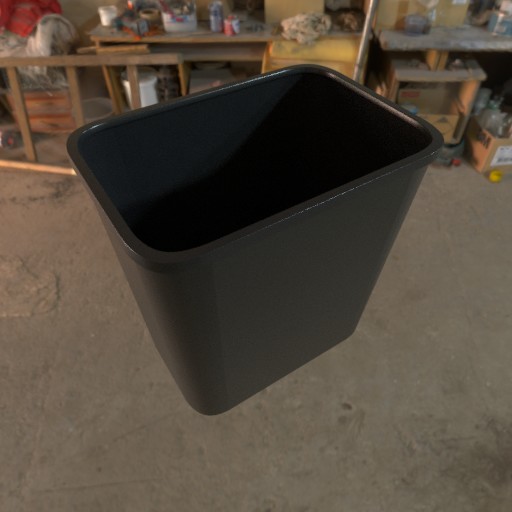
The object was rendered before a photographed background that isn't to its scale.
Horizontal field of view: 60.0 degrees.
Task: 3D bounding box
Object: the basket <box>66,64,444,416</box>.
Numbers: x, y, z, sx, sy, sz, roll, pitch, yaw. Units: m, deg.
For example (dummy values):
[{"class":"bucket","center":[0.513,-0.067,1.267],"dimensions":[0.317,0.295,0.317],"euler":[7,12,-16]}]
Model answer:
[{"class":"basket","center":[0.000,0.000,0.505],"dimensions":[0.300,0.307,0.211],"euler":[-25,51,-22]}]
